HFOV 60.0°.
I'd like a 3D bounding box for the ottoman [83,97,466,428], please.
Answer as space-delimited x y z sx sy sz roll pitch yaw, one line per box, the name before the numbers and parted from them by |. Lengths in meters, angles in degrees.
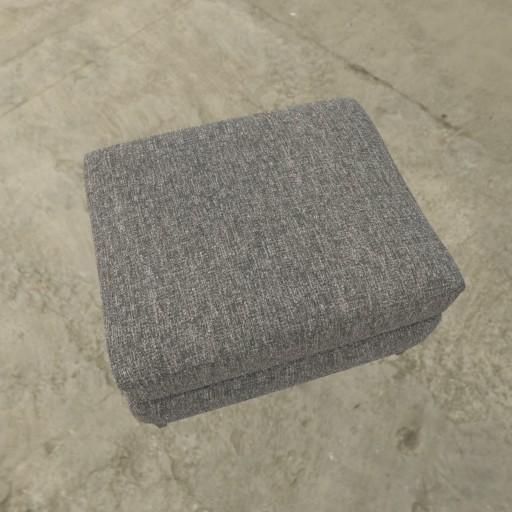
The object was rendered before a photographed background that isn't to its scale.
ottoman | 0.000 0.000 1.197 0.828 0.480 0.683 -15 61 -8
